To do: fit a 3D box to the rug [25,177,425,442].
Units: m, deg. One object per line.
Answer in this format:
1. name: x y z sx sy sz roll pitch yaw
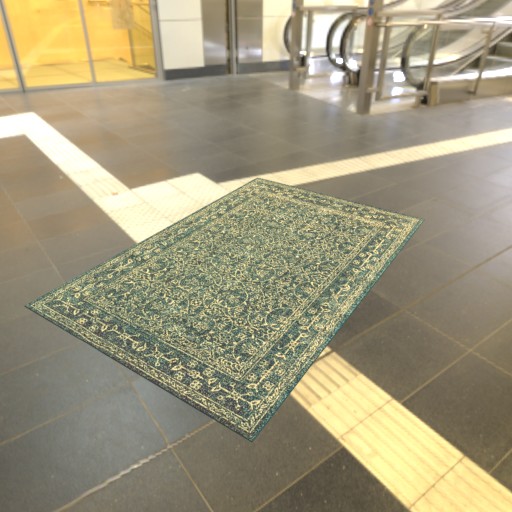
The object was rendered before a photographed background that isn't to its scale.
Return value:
1. rug: 0.000 0.000 2.281 1.200 0.005 1.819 19 36 29
